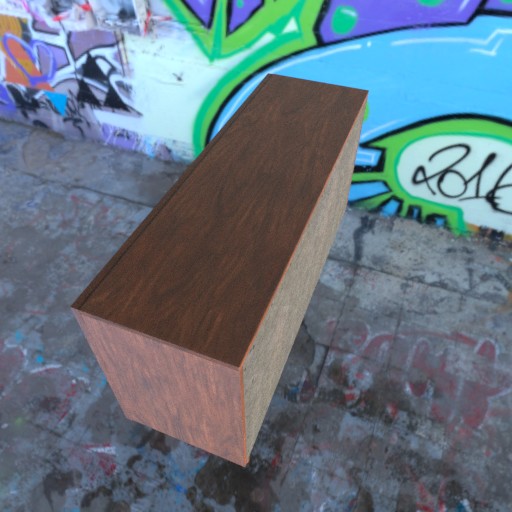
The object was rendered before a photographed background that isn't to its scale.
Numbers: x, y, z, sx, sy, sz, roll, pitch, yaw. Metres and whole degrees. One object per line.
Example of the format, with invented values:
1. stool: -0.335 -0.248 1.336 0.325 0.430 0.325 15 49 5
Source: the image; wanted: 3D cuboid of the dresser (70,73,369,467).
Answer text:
1. dresser: 0.000 0.000 1.888 0.500 0.889 1.472 16 49 15
